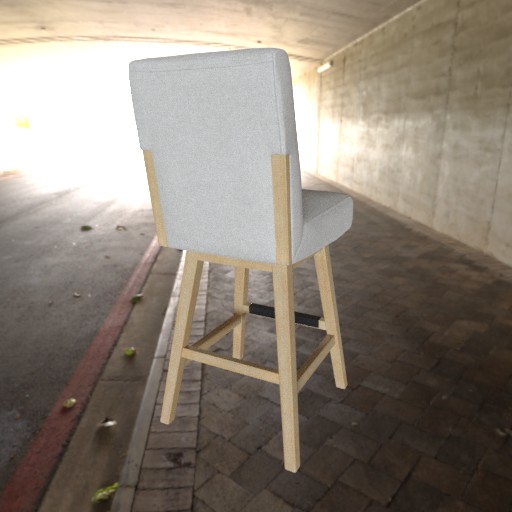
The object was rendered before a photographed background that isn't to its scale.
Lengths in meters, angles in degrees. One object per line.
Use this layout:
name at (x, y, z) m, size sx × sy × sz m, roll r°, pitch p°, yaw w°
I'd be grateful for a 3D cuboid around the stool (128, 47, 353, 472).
stool at (0.000, 0.000, 1.276) m, size 0.446 × 1.015 × 0.543 m, roll 8°, pitch 18°, yaw 27°
